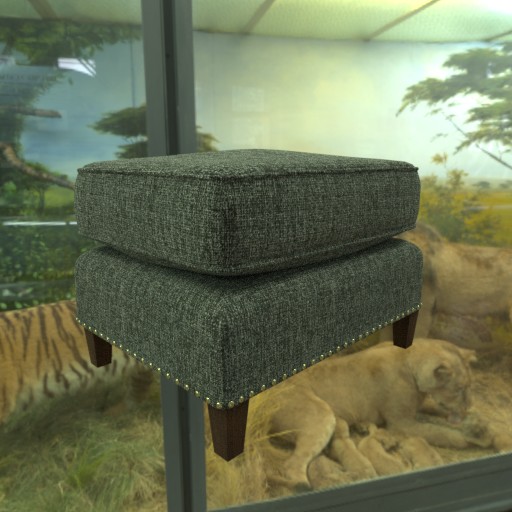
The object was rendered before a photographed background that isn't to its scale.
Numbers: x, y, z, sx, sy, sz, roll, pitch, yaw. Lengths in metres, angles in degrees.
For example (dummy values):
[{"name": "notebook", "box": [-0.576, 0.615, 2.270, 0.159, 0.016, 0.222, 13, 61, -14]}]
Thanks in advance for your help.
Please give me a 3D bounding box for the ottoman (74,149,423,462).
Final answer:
[{"name": "ottoman", "box": [0.000, 0.000, 1.140, 0.738, 0.537, 0.589, -13, 18, -43]}]
